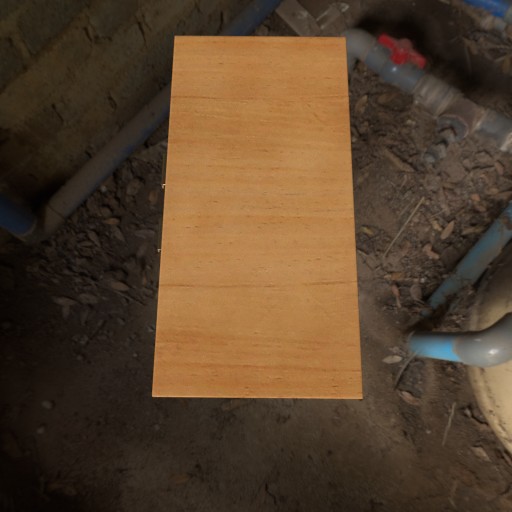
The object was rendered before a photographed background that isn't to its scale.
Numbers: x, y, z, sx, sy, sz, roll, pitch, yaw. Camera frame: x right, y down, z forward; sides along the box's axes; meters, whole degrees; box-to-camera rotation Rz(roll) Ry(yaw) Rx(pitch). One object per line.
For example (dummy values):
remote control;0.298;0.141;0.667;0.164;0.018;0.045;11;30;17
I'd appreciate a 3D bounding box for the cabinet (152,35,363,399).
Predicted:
cabinet;0.000;0.000;1.415;0.419;1.001;0.800;1;76;0
